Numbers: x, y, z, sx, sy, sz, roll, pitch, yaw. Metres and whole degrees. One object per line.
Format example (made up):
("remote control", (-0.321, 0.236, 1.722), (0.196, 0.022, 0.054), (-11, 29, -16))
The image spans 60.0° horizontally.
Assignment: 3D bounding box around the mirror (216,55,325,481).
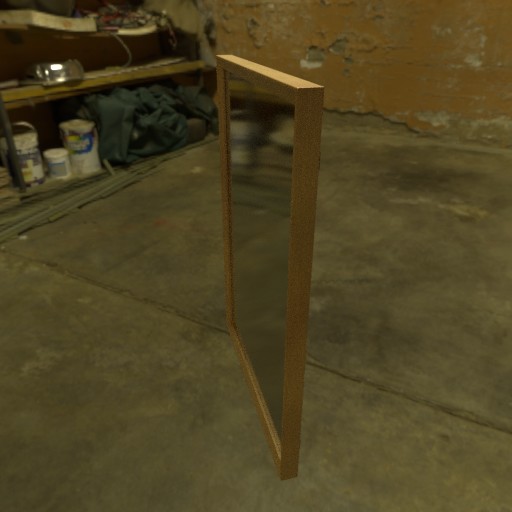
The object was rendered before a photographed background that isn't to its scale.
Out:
("mirror", (0.000, 0.000, 0.899), (0.039, 0.710, 0.507), (-7, 29, -13))
